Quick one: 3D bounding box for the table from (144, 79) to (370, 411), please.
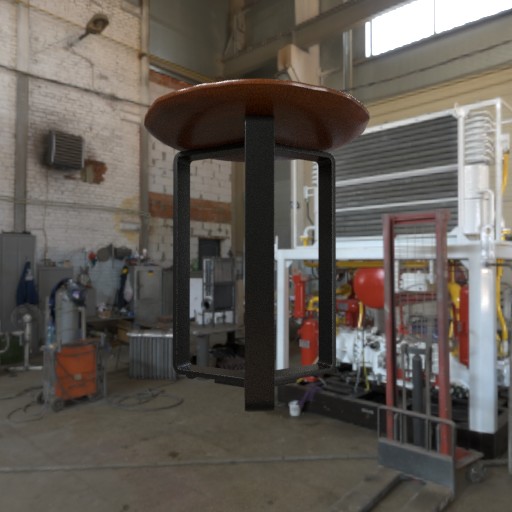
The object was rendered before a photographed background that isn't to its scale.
[{"bbox_3d":[0.000,0.000,0.772,0.380,0.450,0.410,0,-1,-2],"label":"table"}]
